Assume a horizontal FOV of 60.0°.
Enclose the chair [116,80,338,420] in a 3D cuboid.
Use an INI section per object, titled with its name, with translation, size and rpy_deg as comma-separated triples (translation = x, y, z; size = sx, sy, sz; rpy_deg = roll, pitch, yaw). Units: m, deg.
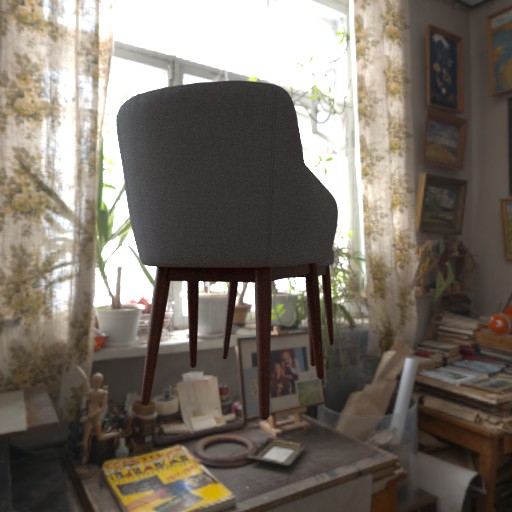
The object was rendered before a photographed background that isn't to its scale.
[chair]
translation = 0.000, 0.000, 1.537
size = 0.584, 0.799, 1.107
rpy_deg = 0, 0, 19
